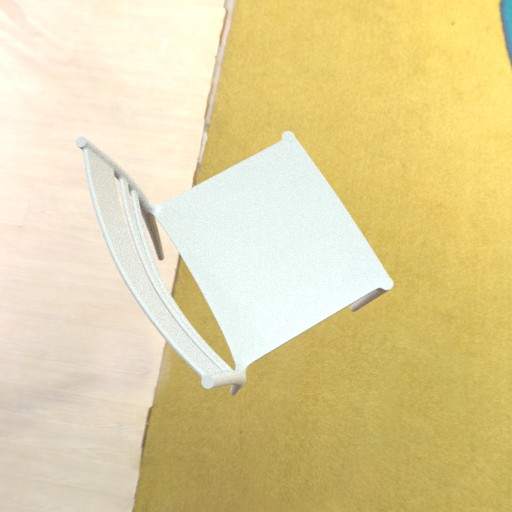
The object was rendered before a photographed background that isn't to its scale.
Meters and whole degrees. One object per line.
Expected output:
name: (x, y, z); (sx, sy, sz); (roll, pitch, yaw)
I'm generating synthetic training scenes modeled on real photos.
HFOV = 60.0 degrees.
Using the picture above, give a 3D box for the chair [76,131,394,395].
chair: (0.000, 0.000, 1.107); (0.511, 0.800, 0.531); (-29, 76, -8)
